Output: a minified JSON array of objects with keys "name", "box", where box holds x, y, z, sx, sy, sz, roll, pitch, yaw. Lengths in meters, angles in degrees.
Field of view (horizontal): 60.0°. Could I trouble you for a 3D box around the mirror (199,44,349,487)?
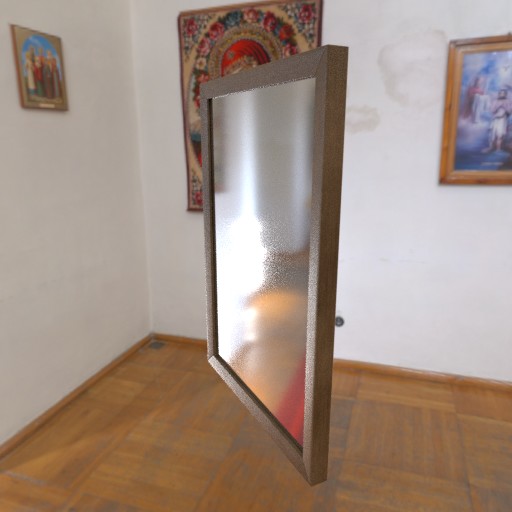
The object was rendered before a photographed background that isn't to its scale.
[{"name":"mirror","box":[0.000,0.000,0.911,0.040,0.710,0.507,-7,17,-26]}]
